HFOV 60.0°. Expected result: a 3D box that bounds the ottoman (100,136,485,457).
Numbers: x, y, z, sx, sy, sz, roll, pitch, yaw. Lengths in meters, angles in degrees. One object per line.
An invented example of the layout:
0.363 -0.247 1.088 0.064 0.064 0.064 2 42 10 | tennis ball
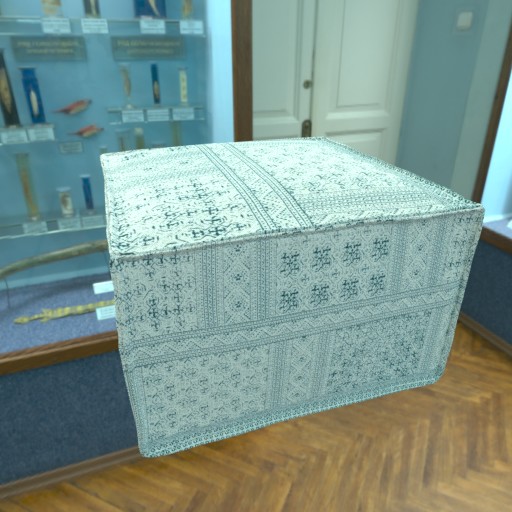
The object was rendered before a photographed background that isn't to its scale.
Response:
0.000 0.000 0.996 0.617 0.439 0.626 -8 27 -17 | ottoman
